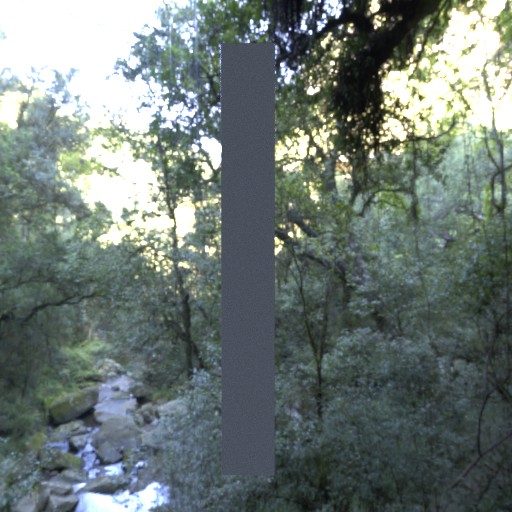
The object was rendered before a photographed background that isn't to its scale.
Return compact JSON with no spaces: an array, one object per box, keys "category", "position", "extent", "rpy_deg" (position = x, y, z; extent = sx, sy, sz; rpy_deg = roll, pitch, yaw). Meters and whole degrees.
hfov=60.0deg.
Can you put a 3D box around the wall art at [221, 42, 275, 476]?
[{"category":"wall art","position":[0.000,0.000,0.464],"extent":[0.038,0.305,0.305],"rpy_deg":[0,2,2]}]
